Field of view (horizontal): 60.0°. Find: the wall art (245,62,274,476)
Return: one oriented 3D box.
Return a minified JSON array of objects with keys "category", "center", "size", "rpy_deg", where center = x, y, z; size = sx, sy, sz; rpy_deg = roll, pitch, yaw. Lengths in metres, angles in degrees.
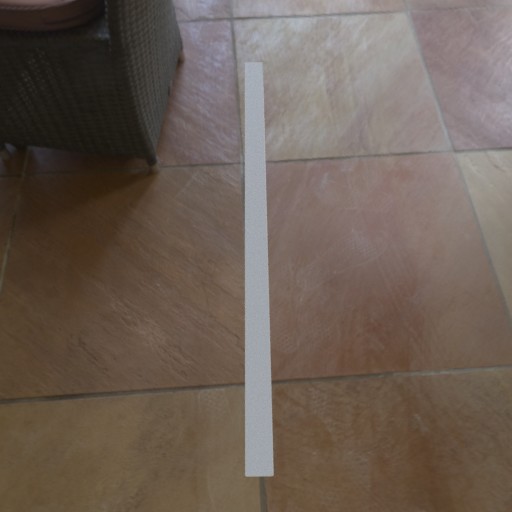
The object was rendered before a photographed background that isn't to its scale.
[{"category":"wall art","center":[0.000,0.000,0.860],"size":[0.038,0.255,0.763],"rpy_deg":[-1,64,0]}]
